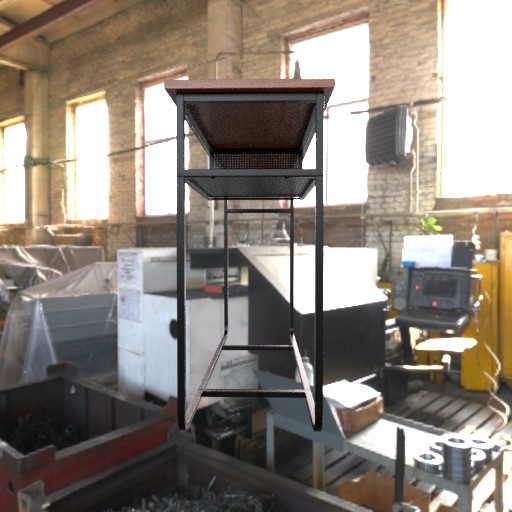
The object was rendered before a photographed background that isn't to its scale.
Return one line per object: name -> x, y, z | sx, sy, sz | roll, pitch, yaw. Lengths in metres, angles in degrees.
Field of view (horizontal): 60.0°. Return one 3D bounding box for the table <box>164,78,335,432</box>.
table -> 0.000, 0.000, 1.463 | 0.350, 0.750, 1.100 | 0, 1, 1
